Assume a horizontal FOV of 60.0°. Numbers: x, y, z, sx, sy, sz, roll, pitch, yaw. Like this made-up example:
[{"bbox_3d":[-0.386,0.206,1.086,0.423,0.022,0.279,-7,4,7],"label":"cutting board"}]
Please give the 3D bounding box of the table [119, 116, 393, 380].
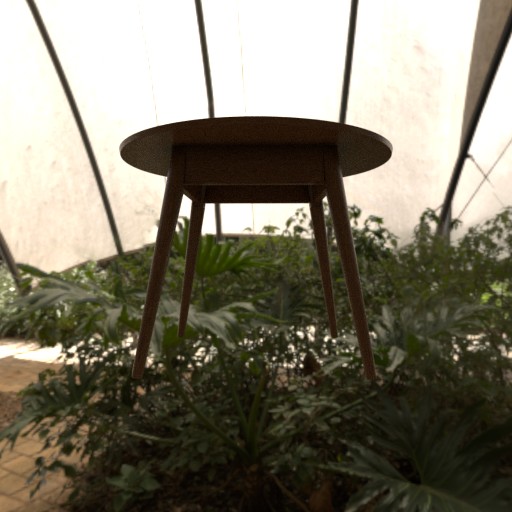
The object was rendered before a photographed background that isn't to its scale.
[{"bbox_3d":[0.000,0.000,1.778,1.053,0.786,1.053,0,0,0],"label":"table"}]
